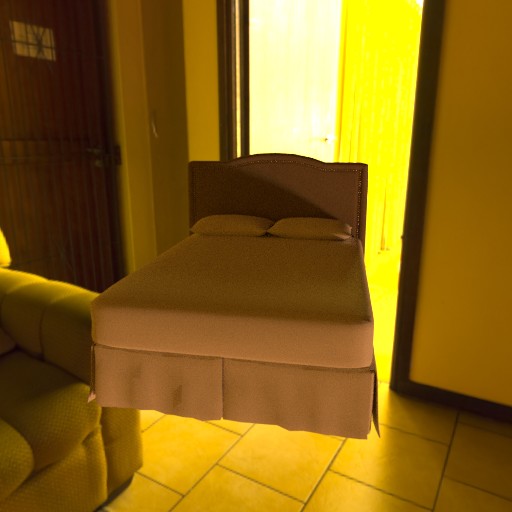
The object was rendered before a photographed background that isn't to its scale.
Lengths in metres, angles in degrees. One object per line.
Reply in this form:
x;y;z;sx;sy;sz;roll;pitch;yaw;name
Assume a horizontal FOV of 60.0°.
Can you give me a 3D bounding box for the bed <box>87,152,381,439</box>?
0.000;0.000;3.304;1.744;1.441;2.128;3;15;10;bed
